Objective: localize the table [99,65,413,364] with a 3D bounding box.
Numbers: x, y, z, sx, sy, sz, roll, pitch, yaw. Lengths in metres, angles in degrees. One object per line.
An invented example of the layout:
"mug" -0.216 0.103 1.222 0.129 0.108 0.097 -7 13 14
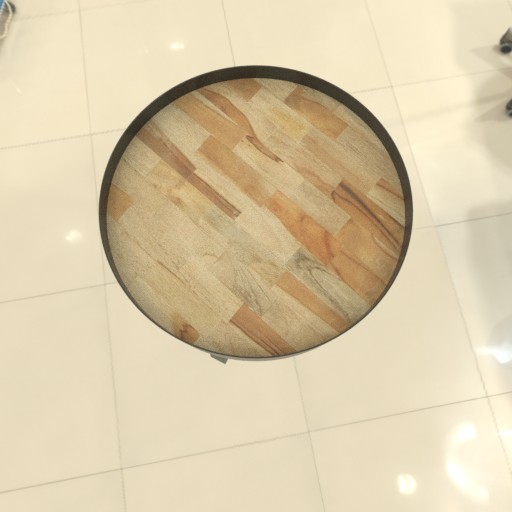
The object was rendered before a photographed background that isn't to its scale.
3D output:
"table" 0.000 0.000 0.844 0.406 0.559 0.406 0 74 0
